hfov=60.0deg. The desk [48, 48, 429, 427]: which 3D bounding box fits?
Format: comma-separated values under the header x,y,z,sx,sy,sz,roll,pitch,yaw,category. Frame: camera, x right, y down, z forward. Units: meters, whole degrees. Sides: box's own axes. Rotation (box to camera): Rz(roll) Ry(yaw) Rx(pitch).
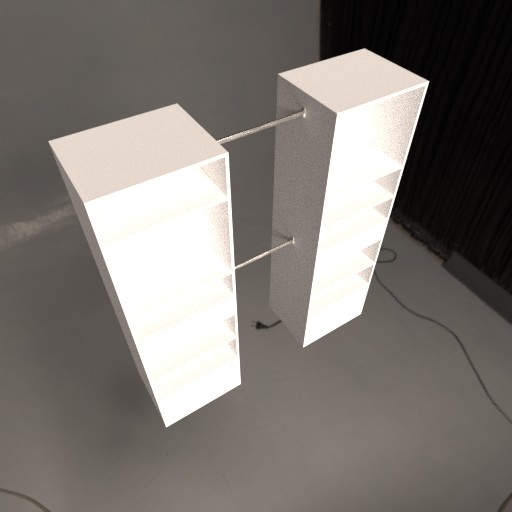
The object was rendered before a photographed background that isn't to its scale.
x,y,z,sx,sy,sz,roll,pitch,yaw,category
0.000,0.000,2.784,1.770,2.000,0.480,-25,52,-22,desk
